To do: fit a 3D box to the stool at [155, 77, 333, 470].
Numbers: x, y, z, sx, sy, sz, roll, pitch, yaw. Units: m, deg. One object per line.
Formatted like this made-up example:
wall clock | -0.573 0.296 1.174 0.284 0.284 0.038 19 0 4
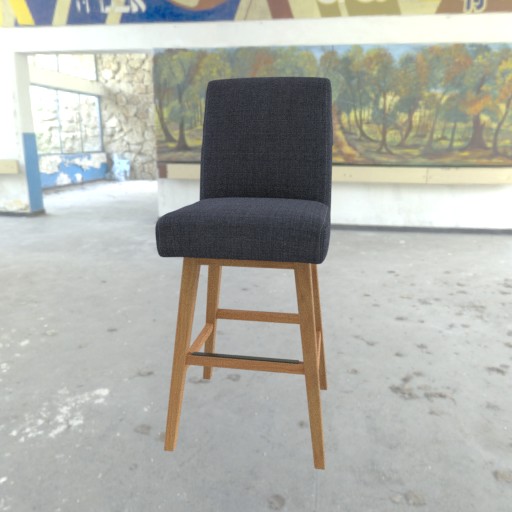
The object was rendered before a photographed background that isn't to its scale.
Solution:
stool | 0.000 0.000 1.392 0.483 1.112 0.570 2 15 9
